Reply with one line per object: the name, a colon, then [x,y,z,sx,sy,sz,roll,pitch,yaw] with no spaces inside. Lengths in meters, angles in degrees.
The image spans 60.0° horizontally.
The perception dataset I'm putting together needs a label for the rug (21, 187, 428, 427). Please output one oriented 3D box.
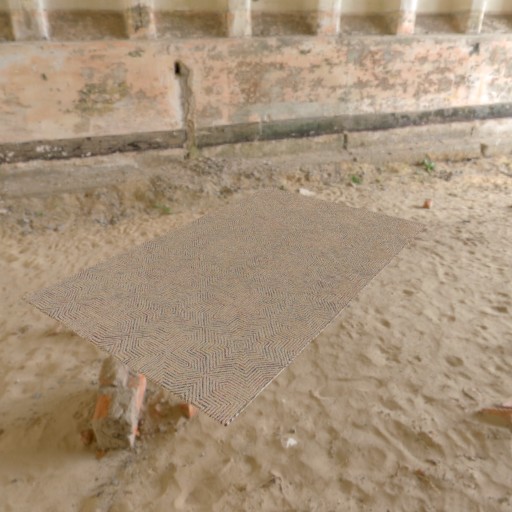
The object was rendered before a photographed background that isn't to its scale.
rug: [0.000,0.000,2.969,1.519,0.007,2.428,19,33,32]
